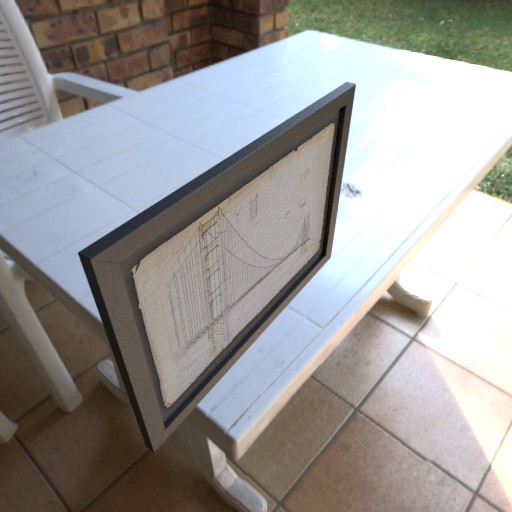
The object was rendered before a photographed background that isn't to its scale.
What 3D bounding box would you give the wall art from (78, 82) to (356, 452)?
[{"bbox_3d":[0.000,0.000,0.559,0.016,0.306,0.432,26,47,26],"label":"wall art"}]
